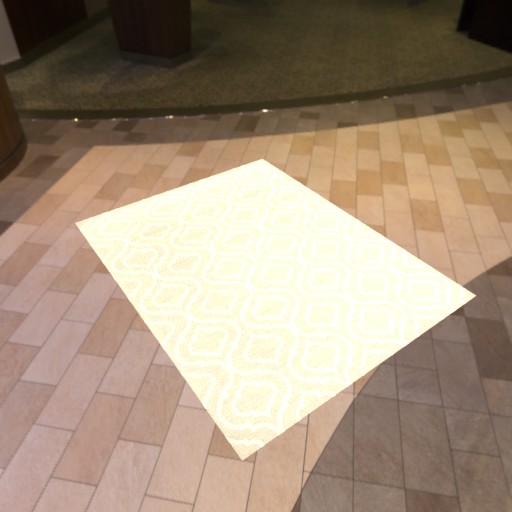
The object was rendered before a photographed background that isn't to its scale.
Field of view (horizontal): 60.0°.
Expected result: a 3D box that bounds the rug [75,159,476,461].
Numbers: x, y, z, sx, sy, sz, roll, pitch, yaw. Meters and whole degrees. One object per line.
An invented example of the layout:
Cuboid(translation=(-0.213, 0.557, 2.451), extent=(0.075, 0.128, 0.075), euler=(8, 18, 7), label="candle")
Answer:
Cuboid(translation=(0.000, 0.000, 3.957), extent=(2.283, 0.006, 2.892), euler=(-25, 46, -27), label="rug")
